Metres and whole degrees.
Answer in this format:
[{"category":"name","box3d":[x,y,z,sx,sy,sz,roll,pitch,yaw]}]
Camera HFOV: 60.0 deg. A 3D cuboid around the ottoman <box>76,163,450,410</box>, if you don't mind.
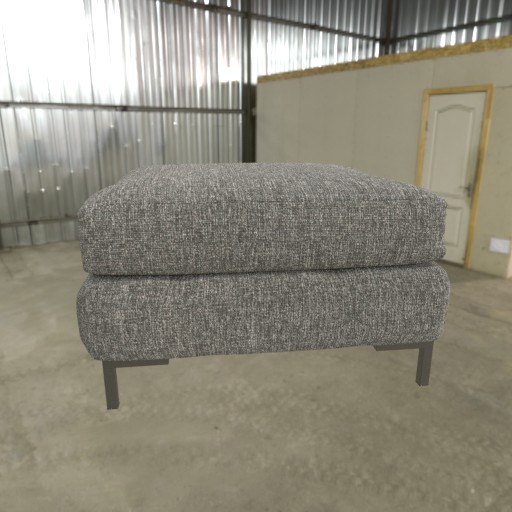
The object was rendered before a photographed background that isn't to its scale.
[{"category":"ottoman","box3d":[0.000,0.000,1.219,0.828,0.480,0.683,-2,17,-7]}]
